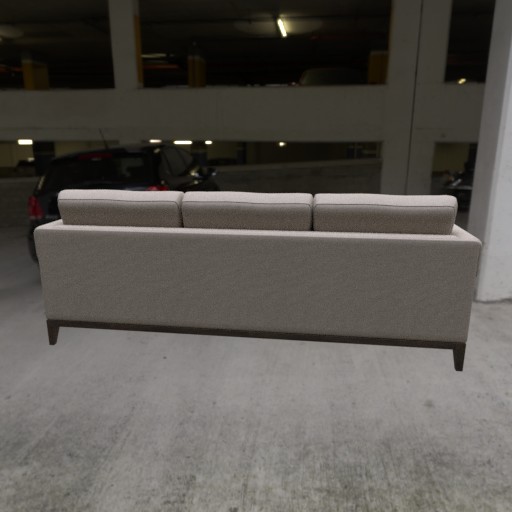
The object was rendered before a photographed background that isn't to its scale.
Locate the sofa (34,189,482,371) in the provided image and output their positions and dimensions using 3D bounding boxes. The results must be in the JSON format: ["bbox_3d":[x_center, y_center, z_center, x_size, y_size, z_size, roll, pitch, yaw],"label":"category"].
[{"bbox_3d":[0.000,0.000,2.650,2.210,0.838,0.959,2,15,7],"label":"sofa"}]
